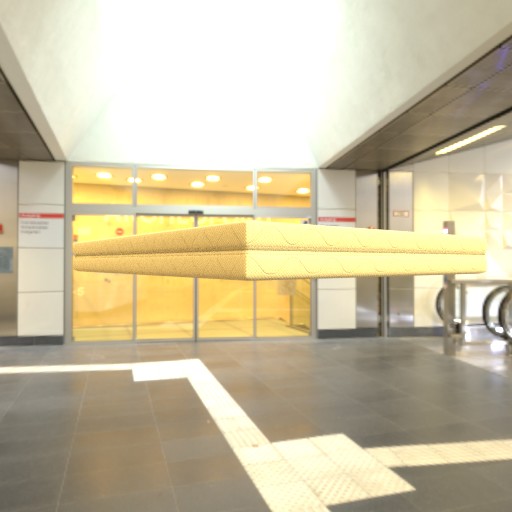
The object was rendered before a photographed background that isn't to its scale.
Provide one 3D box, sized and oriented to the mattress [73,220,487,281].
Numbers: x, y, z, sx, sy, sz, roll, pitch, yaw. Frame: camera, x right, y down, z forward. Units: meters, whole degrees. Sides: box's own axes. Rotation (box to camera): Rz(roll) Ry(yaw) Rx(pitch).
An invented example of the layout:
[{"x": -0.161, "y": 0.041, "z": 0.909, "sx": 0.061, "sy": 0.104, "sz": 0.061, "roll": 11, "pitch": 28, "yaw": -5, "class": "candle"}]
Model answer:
[{"x": 0.000, "y": 0.000, "z": 2.686, "sx": 1.600, "sy": 0.200, "sz": 2.000, "roll": 1, "pitch": -1, "yaw": -37, "class": "mattress"}]
